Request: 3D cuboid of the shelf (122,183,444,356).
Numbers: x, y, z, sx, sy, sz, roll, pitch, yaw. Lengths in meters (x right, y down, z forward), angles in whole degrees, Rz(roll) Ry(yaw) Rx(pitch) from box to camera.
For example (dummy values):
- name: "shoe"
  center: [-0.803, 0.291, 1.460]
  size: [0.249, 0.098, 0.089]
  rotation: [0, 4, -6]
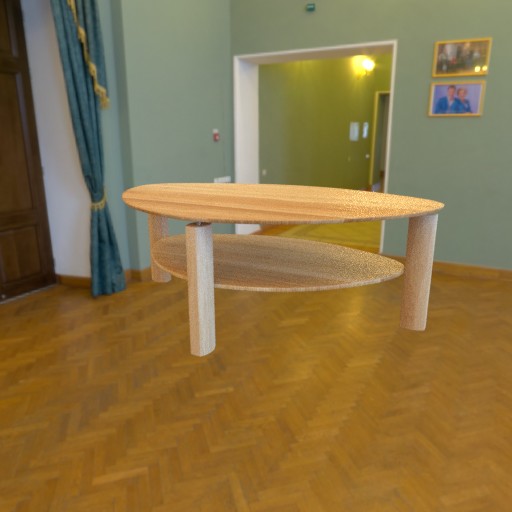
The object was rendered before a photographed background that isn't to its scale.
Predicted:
- name: "shelf"
  center: [0.000, 0.000, 1.664]
  size: [1.246, 0.440, 0.845]
  rotation: [8, 18, 26]
